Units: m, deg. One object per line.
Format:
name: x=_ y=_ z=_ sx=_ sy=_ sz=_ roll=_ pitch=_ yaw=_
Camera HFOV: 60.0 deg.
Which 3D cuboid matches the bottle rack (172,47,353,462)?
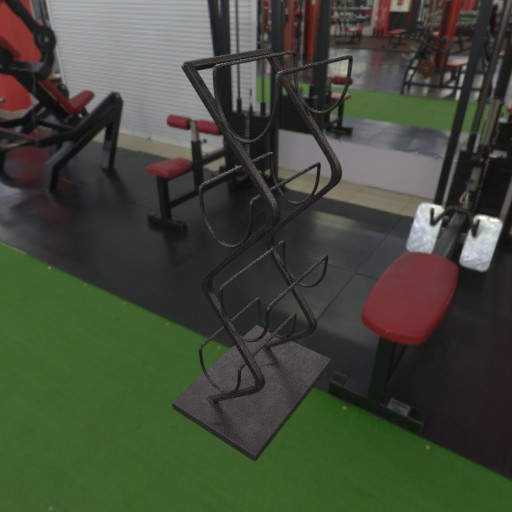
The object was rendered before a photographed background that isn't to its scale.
bottle rack: x=0.000 y=0.000 z=0.674 sx=0.178 sy=0.559 sz=0.254 roll=20 pitch=36 yaw=30
